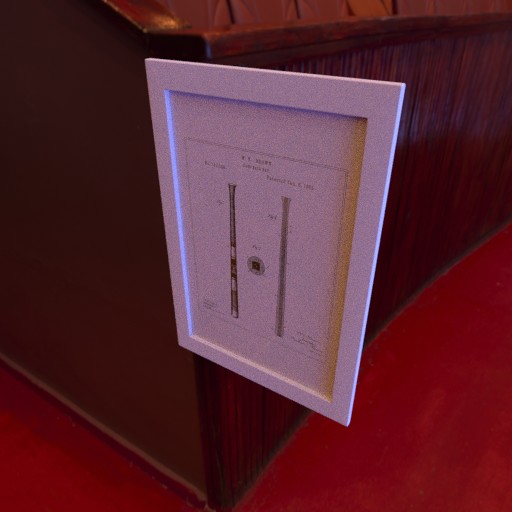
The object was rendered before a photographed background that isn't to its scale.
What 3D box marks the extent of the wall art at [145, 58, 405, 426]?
[{"bbox_3d":[0.000,0.000,0.614,0.329,0.482,0.011,18,36,27],"label":"wall art"}]
